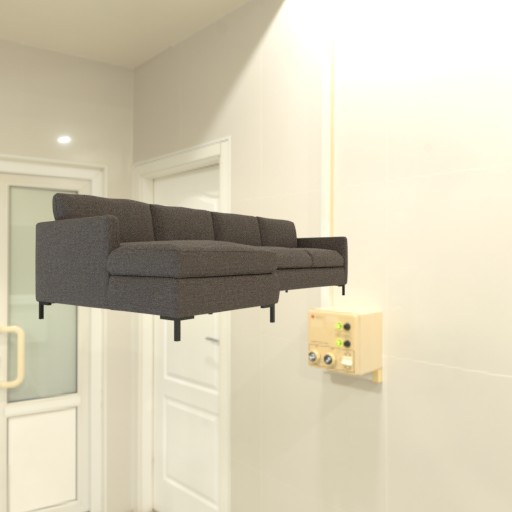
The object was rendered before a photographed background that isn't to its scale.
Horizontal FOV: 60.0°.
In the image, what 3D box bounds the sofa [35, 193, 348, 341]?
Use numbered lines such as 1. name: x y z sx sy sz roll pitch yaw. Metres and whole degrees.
1. sofa: 0.000 0.000 3.295 1.258 0.754 2.731 0 0 37
